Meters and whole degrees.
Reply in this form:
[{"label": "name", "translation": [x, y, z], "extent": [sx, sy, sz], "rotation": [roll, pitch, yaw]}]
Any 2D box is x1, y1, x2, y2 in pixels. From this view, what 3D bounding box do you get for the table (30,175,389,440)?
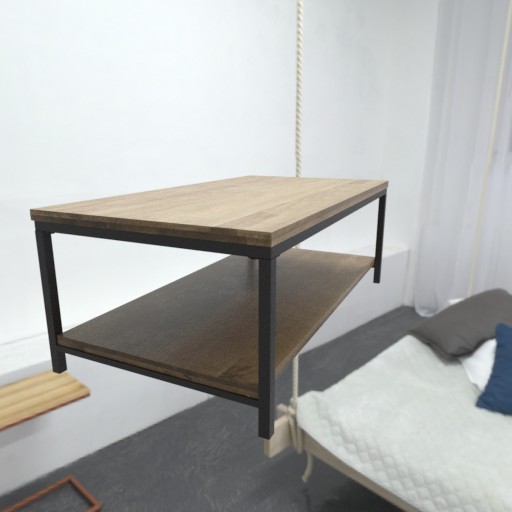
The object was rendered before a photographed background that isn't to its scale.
[{"label": "table", "translation": [0.000, 0.000, 1.349], "extent": [0.574, 0.393, 1.062], "rotation": [7, 16, 25]}]
